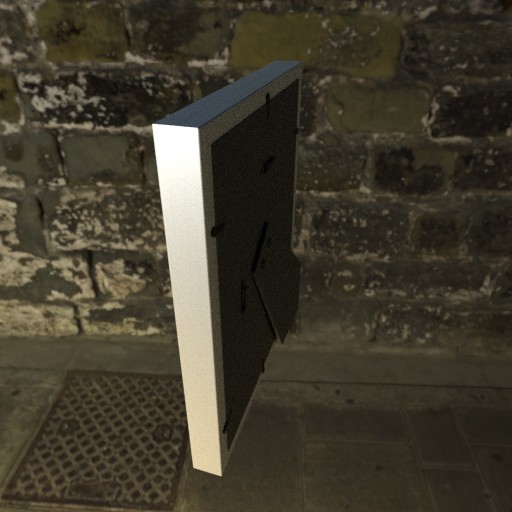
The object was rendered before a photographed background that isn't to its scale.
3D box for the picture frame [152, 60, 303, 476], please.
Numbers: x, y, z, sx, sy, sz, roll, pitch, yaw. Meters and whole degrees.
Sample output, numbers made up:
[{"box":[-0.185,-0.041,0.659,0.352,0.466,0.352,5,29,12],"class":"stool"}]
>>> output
[{"box":[0.000,0.000,0.384,0.036,0.282,0.233,9,32,15],"class":"picture frame"}]
